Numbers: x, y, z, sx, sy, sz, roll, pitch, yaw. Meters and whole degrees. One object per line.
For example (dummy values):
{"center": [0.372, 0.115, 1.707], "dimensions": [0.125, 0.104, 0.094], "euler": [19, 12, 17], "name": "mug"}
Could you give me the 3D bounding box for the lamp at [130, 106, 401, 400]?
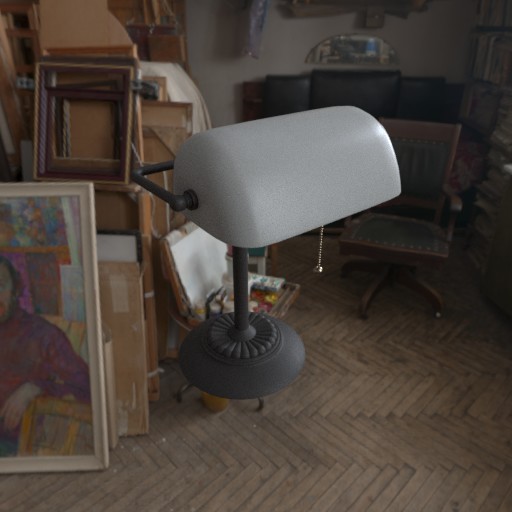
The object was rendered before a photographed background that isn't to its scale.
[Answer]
{"center": [0.000, 0.000, 0.524], "dimensions": [0.264, 0.339, 0.243], "euler": [-21, 36, -33], "name": "lamp"}
